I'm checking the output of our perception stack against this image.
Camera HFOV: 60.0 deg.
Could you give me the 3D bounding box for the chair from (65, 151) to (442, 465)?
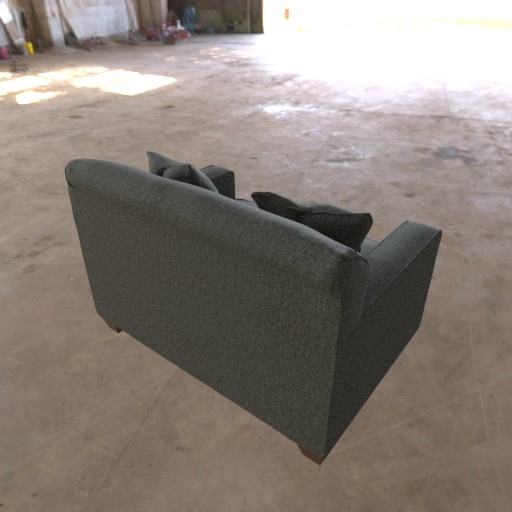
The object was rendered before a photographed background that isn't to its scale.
[{"bbox_3d":[0.000,0.000,2.078,1.383,0.948,1.000,22,37,32],"label":"chair"}]
